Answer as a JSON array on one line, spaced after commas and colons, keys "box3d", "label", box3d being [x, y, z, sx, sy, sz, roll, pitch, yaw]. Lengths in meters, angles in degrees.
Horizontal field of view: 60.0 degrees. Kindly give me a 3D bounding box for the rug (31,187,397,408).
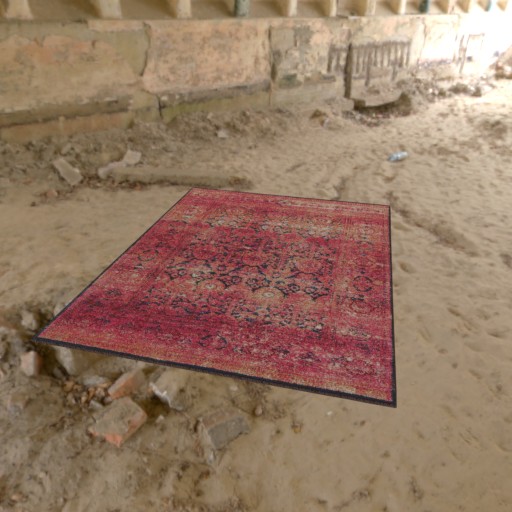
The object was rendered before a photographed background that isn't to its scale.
[{"box3d": [0.000, 0.000, 4.044, 2.411, 0.020, 3.032, 7, 30, 12], "label": "rug"}]
